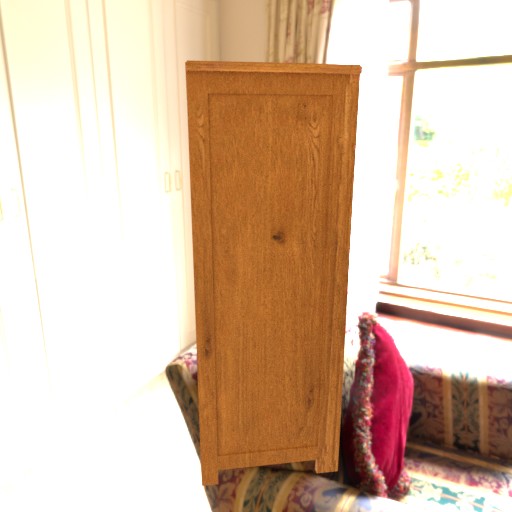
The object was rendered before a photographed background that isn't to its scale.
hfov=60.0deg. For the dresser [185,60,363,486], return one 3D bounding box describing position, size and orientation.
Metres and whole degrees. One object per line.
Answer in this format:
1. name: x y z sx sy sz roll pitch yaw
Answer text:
1. dresser: 0.000 0.000 1.964 0.558 1.431 1.081 -2 15 -8
